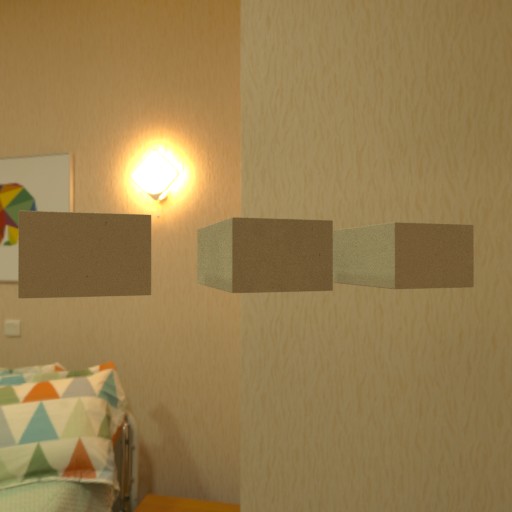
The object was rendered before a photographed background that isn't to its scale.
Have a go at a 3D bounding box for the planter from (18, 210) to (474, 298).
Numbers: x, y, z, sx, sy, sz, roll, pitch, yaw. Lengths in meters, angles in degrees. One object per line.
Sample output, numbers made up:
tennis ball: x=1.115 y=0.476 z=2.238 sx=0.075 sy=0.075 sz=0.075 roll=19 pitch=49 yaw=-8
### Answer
planter: x=0.000 y=0.000 z=0.370 sx=0.333 sy=0.051 sz=0.127 roll=0 pitch=0 yaw=-18
